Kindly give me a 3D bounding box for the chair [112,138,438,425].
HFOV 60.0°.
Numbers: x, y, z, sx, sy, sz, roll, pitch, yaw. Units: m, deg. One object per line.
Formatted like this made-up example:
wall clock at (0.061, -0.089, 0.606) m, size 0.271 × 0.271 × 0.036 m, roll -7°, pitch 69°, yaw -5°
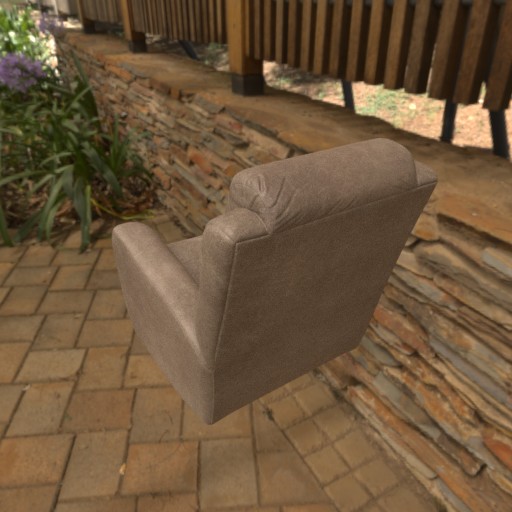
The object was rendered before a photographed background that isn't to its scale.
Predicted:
chair at (0.000, 0.000, 1.920) m, size 0.967 × 1.116 × 1.068 m, roll -19°, pitch 35°, yaw -29°
